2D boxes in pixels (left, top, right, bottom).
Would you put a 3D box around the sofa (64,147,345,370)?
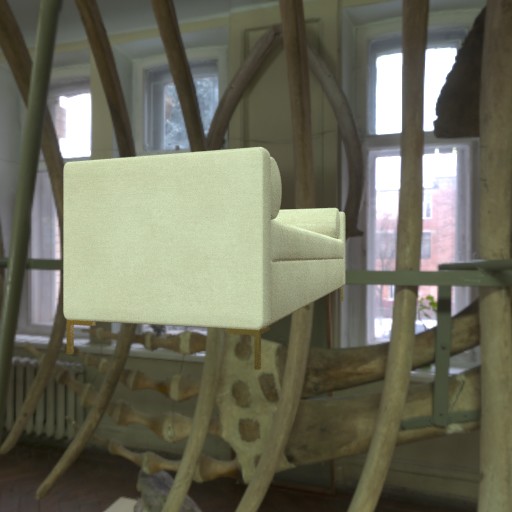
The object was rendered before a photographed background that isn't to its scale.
[{"bbox_3d":[0.000,0.000,2.267,0.686,0.635,1.981,0,0,18],"label":"sofa"}]
